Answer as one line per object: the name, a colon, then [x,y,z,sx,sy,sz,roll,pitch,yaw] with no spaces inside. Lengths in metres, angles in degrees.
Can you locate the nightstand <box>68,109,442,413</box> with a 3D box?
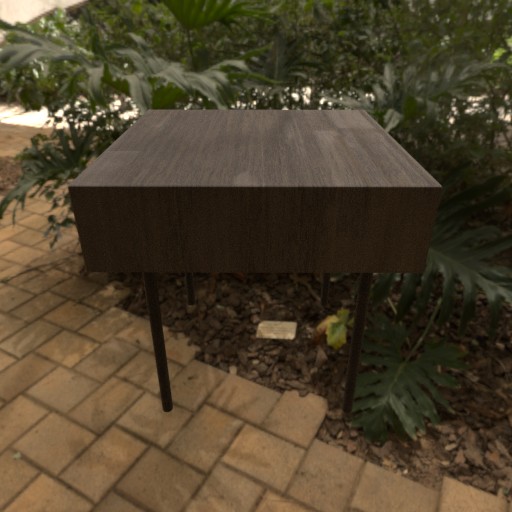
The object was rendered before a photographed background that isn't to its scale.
nightstand: [0.000,0.000,0.931,0.503,0.497,0.502,0,29,0]
